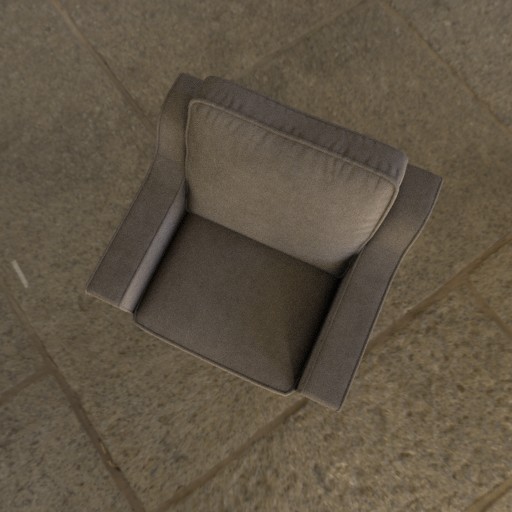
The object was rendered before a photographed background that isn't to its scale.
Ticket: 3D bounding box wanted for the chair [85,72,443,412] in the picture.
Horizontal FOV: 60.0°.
[{"bbox_3d":[0.000,0.000,1.628,0.926,0.944,0.840,24,77,6],"label":"chair"}]
